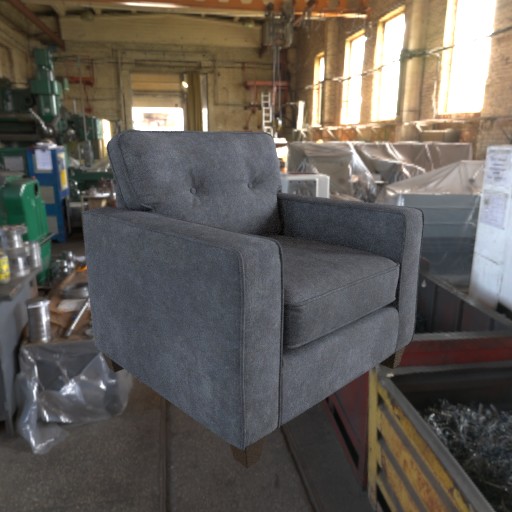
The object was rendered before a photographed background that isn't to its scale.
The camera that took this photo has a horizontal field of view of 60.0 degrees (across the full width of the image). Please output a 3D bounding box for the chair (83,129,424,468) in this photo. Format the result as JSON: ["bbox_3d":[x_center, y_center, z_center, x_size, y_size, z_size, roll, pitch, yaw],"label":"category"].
[{"bbox_3d":[0.000,0.000,1.758,1.015,0.965,0.939,-14,20,-43],"label":"chair"}]
